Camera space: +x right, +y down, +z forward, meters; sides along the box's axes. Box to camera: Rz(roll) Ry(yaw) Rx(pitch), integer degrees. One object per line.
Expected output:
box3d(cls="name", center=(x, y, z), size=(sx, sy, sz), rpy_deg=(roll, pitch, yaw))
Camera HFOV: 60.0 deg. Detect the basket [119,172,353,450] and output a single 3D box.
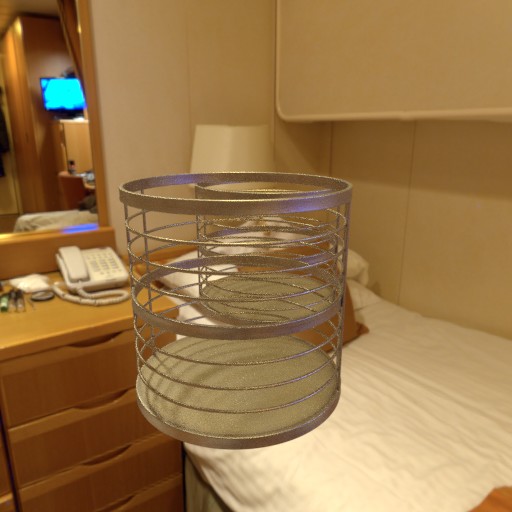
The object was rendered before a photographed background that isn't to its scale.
box3d(cls="basket", center=(0.000, 0.000, 0.927), size=(0.356, 0.351, 0.746), rpy_deg=(2, 16, 8))
